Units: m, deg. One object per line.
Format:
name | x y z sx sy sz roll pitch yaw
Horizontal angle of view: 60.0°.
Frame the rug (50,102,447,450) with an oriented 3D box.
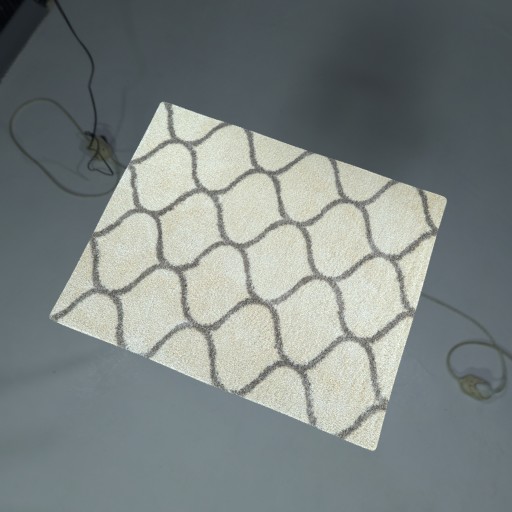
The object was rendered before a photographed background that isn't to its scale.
rug | 0.000 0.000 4.073 3.000 0.026 2.399 20 74 6
